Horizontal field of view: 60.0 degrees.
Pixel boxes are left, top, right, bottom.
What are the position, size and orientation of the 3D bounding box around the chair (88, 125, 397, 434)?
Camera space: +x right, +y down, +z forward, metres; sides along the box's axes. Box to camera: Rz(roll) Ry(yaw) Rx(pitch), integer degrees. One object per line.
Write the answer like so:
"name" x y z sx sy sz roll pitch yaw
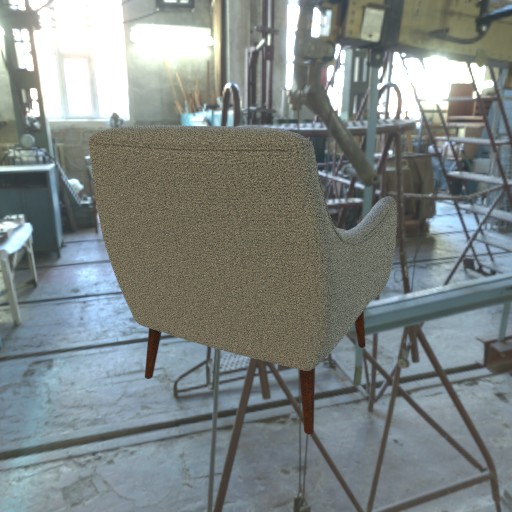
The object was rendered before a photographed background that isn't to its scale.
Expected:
"chair" 0.000 0.000 1.466 0.762 0.838 0.787 9 20 27
